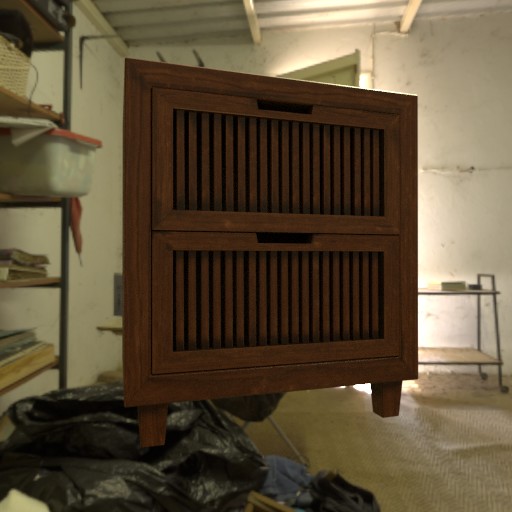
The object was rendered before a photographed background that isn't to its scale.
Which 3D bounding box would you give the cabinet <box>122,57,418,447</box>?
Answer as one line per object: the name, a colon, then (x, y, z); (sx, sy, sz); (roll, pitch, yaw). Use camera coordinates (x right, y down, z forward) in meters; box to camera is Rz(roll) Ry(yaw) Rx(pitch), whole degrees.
cabinet: (0.000, 0.000, 1.058); (0.607, 0.695, 0.410); (0, 0, -17)
